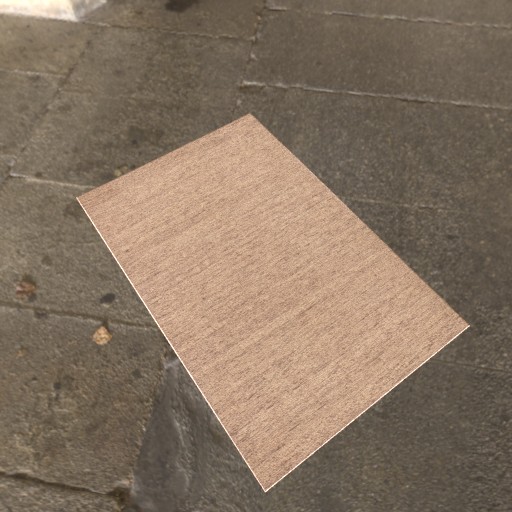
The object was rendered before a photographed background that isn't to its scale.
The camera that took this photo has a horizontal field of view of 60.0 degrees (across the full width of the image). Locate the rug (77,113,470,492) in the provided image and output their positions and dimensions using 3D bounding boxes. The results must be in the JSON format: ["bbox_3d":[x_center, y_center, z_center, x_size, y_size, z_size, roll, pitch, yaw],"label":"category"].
[{"bbox_3d":[0.000,0.000,2.346,1.225,0.013,1.840,-31,63,-18],"label":"rug"}]
